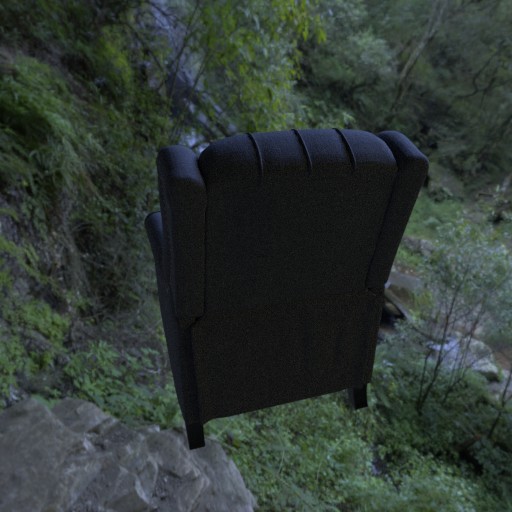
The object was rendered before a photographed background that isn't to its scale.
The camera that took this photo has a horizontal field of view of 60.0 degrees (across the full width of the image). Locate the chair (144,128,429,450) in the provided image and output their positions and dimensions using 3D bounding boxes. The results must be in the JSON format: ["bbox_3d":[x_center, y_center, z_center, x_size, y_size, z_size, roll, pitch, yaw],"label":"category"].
[{"bbox_3d":[0.000,0.000,1.616,0.742,1.035,0.898,-8,28,-15],"label":"chair"}]
